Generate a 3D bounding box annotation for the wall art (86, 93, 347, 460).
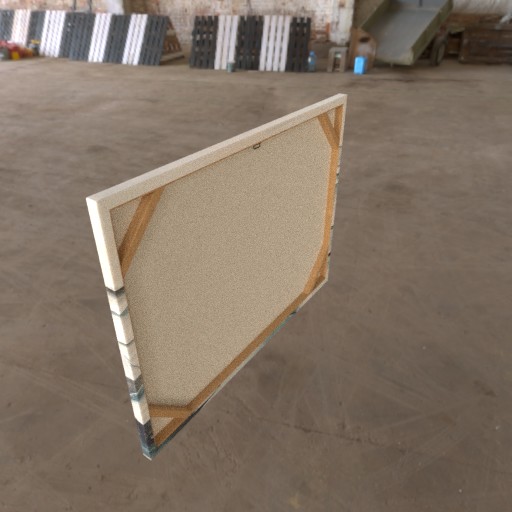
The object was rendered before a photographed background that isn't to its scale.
[{"bbox_3d":[0.000,0.000,1.608,0.039,0.915,1.219,21,38,29],"label":"wall art"}]
